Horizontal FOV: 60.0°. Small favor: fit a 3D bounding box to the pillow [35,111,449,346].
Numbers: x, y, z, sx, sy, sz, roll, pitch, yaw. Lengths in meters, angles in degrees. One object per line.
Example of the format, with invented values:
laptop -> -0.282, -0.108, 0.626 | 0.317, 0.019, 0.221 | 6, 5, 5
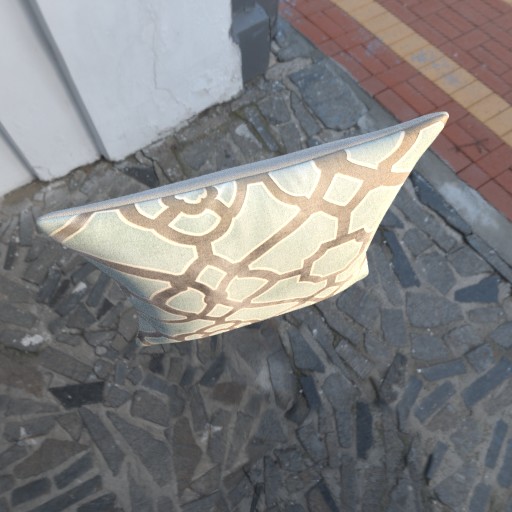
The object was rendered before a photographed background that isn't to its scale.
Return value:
pillow -> 0.000, 0.000, 0.785 | 0.552, 0.508, 0.166 | -16, 65, -8
